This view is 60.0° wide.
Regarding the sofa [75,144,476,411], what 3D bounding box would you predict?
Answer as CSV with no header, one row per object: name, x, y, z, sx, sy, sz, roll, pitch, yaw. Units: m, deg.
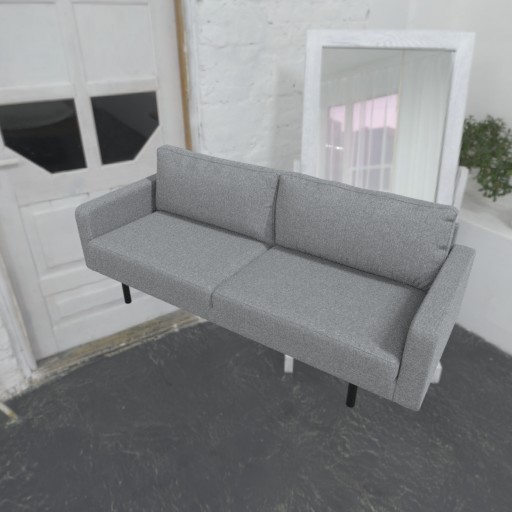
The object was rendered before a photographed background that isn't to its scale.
sofa,0.000,0.000,2.611,2.200,0.880,0.880,18,35,28
